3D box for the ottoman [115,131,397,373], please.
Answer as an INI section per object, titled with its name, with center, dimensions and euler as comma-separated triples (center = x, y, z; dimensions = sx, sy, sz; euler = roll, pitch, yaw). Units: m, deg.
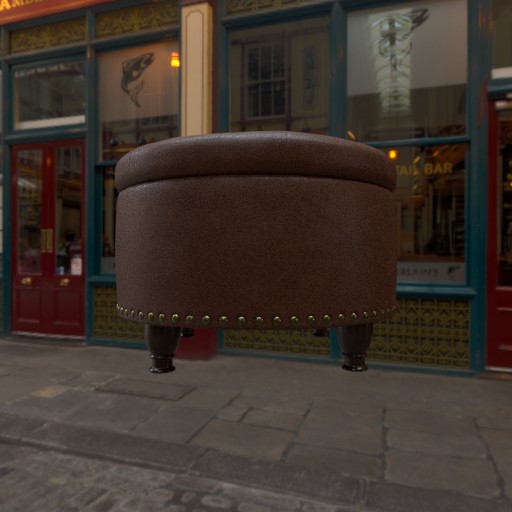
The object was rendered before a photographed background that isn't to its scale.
[ottoman]
center = 0.000, 0.000, 1.048
dimensions = 0.637, 0.442, 0.637
euler = 0, 0, 0
